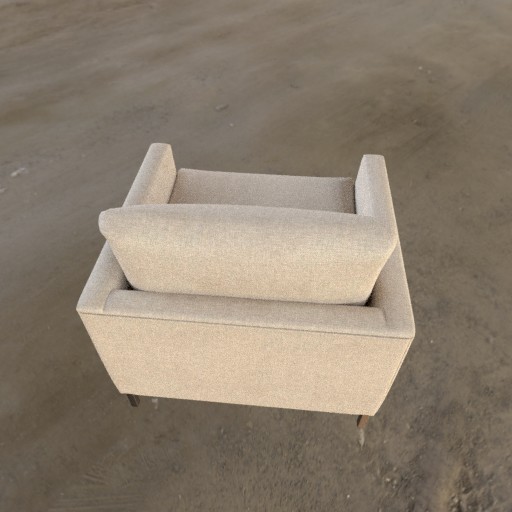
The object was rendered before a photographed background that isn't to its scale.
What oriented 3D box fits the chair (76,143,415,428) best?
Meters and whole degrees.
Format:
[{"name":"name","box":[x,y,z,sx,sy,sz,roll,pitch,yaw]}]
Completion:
[{"name":"chair","box":[0.000,0.000,1.627,0.963,0.861,0.866,4,47,4]}]
